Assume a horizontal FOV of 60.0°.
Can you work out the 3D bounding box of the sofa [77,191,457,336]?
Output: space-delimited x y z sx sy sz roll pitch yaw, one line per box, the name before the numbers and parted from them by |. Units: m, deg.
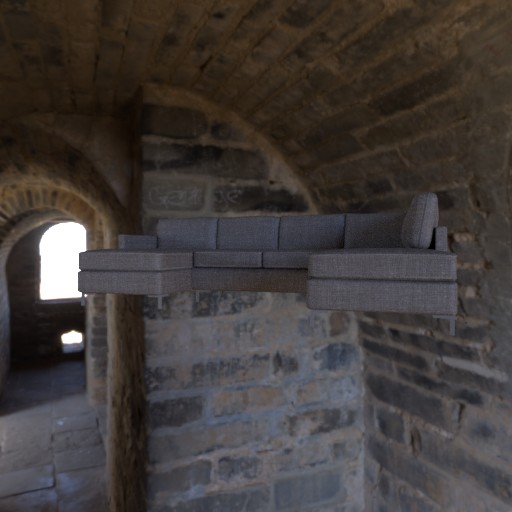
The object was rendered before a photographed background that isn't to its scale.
sofa | 0.000 0.000 4.358 3.423 0.999 2.048 0 1 18
